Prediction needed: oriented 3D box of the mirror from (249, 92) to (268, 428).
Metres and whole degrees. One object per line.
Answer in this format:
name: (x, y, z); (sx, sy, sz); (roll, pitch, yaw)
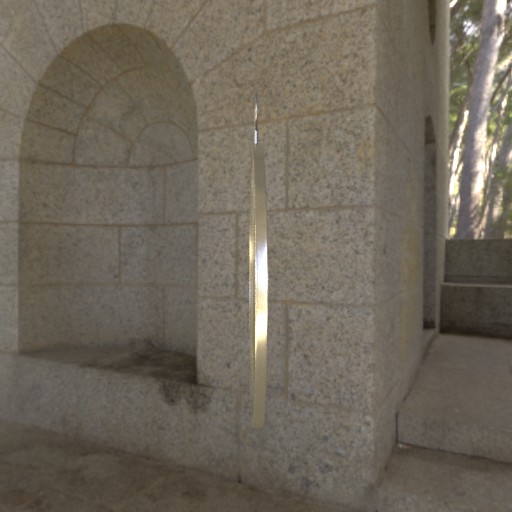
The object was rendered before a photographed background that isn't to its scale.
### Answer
mirror: (0.000, 0.000, 0.973); (0.020, 0.713, 0.594); (0, 0, -2)
